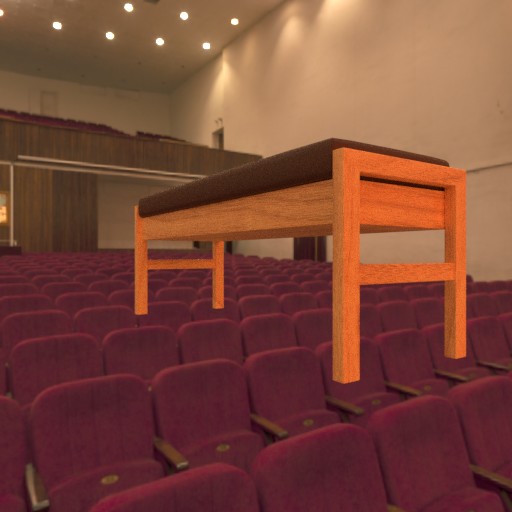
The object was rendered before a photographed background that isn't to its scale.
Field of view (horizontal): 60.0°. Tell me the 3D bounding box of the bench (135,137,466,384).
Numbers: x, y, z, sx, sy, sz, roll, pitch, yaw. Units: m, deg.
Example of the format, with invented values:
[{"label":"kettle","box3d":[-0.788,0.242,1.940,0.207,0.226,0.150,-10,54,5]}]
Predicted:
[{"label":"bench","box3d":[0.000,0.000,1.443,0.405,0.480,1.200,0,0,-34]}]
